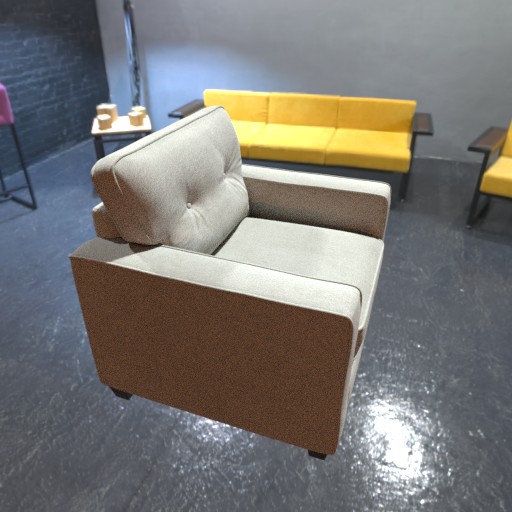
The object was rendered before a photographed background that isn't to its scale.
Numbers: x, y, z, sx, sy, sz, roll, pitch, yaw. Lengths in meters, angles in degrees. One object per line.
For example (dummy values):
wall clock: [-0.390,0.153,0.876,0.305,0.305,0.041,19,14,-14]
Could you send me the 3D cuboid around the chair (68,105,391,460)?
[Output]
chair: [0.000,0.000,1.751,0.939,0.965,1.015,11,33,17]
